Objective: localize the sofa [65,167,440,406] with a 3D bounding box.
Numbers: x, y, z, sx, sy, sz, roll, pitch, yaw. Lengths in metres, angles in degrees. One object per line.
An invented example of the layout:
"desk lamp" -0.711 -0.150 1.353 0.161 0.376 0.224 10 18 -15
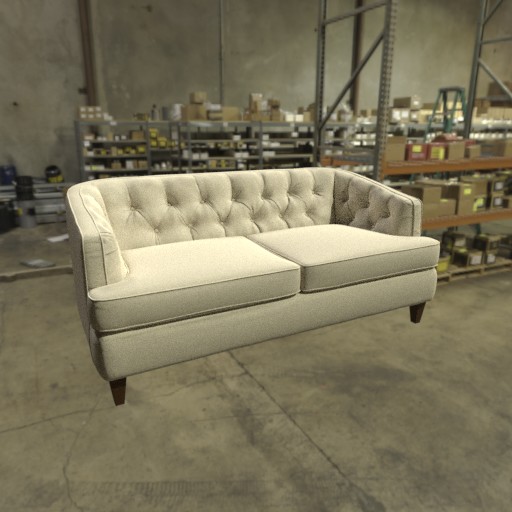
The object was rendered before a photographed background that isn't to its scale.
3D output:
"sofa" 0.000 0.000 2.298 1.733 0.855 0.941 -8 19 -26
